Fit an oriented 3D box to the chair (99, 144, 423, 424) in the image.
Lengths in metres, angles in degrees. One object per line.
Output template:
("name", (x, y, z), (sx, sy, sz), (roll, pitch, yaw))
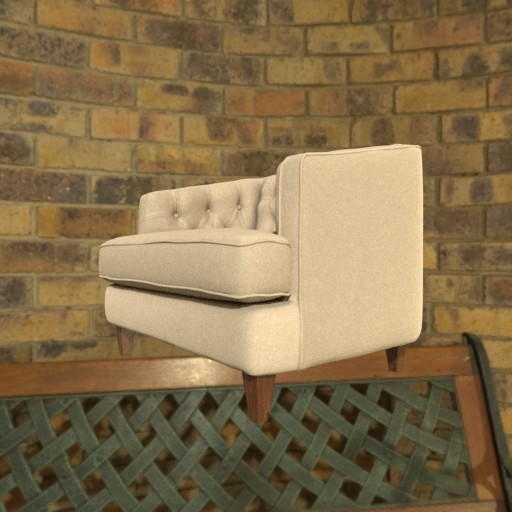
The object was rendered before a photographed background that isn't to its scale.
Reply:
("chair", (0.000, 0.000, 1.748), (0.941, 0.852, 1.104), (0, 0, -37))
